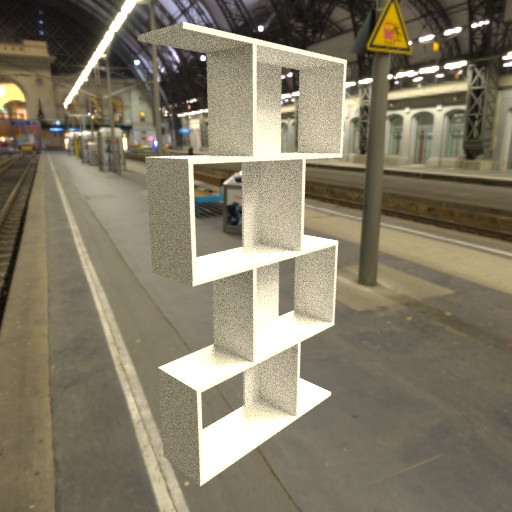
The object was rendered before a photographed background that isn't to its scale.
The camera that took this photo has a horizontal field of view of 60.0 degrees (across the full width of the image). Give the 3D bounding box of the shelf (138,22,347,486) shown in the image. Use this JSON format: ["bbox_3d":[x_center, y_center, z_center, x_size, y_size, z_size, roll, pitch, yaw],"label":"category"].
[{"bbox_3d":[0.000,0.000,1.921,0.250,1.650,0.890,13,20,42],"label":"shelf"}]
